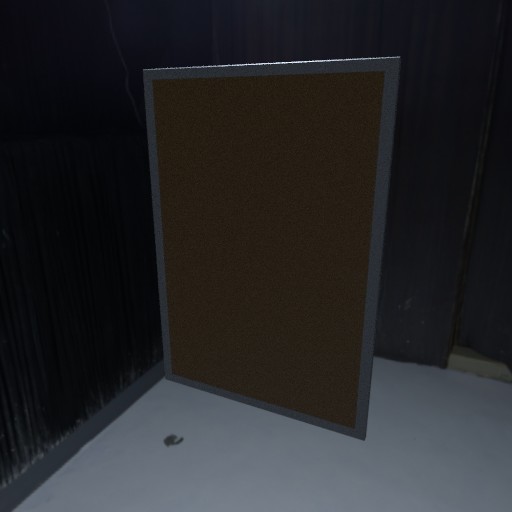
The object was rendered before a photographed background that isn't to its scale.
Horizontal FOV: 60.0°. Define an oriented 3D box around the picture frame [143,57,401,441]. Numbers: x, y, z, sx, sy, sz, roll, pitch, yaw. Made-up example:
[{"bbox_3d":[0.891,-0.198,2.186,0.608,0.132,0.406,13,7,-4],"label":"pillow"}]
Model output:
[{"bbox_3d":[0.000,0.000,0.826,0.457,0.657,0.013,9,20,25],"label":"picture frame"}]
